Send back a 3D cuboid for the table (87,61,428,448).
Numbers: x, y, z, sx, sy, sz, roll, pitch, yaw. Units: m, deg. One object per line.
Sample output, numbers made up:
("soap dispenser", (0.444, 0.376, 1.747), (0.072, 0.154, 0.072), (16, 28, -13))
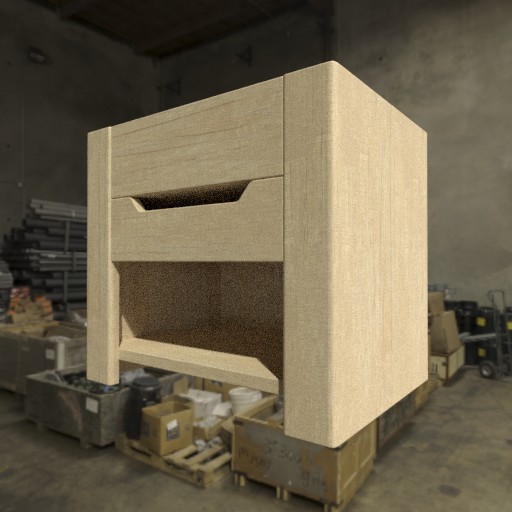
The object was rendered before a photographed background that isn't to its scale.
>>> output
("table", (0.000, 0.000, 0.917), (0.570, 0.510, 0.420), (0, -1, 37))
